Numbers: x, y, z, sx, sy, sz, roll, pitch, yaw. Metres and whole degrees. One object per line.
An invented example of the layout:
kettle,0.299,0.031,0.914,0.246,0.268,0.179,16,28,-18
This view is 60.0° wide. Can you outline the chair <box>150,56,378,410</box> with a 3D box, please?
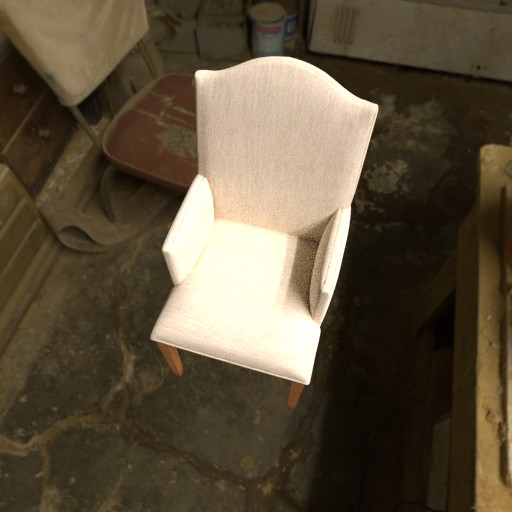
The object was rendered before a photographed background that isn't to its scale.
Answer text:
chair,0.000,0.000,1.426,0.533,1.016,0.641,14,60,8
